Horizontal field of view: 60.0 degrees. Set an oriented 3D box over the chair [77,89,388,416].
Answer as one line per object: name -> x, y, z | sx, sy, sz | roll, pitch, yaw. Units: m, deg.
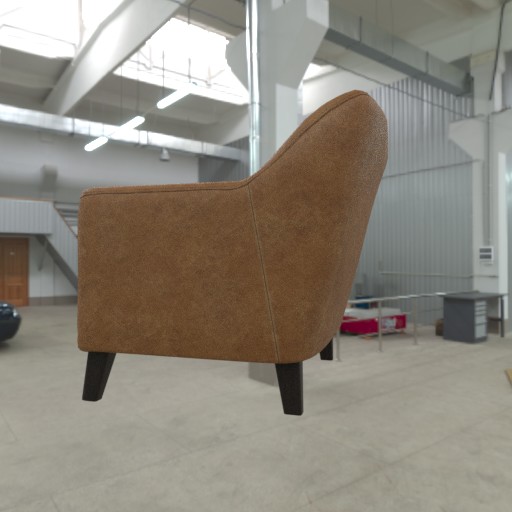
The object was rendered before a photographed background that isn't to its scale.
chair -> 0.000, 0.000, 1.808 | 1.034, 0.980, 1.037 | 0, 0, 17
